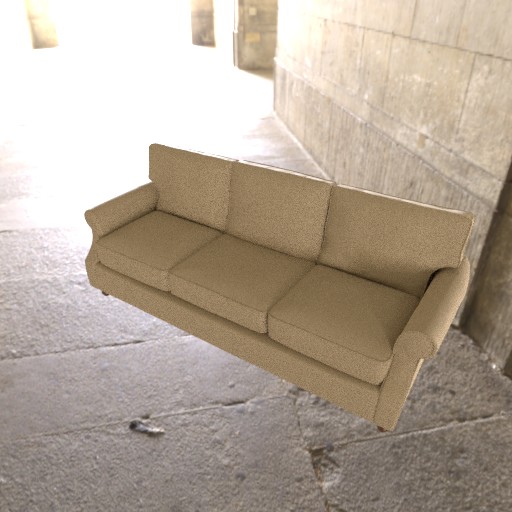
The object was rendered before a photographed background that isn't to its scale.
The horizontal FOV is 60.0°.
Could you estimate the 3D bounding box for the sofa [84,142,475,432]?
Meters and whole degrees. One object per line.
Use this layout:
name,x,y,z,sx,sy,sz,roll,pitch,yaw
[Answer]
sofa,0.000,0.000,2.749,2.354,0.948,0.966,19,37,28
